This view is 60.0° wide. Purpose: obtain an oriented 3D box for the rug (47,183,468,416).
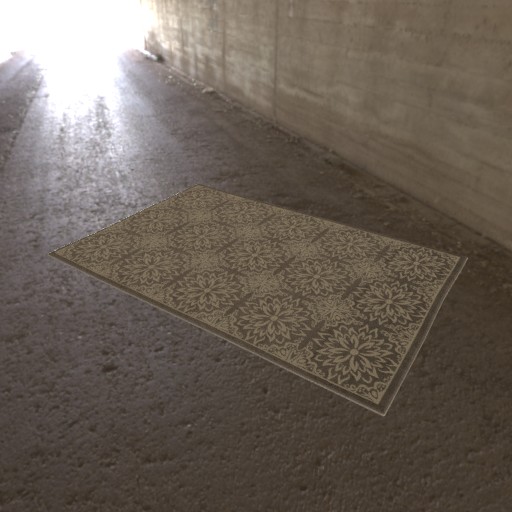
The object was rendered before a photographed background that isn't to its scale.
[{"bbox_3d":[0.000,0.000,3.460,2.746,0.018,1.819,19,36,29],"label":"rug"}]
